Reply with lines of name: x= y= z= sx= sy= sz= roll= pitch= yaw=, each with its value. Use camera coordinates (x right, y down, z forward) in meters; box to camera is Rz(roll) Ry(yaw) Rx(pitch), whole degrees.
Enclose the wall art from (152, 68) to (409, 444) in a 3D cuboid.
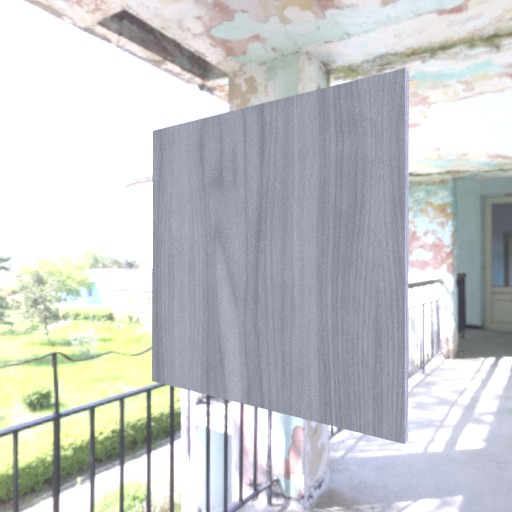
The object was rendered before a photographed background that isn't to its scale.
wall art: x=0.000 y=0.000 z=0.753 sx=0.508 sy=0.507 sz=0.016 roll=0 pitch=0 yaw=36
